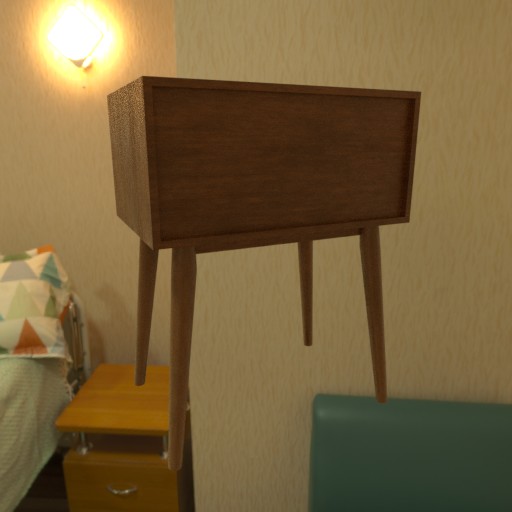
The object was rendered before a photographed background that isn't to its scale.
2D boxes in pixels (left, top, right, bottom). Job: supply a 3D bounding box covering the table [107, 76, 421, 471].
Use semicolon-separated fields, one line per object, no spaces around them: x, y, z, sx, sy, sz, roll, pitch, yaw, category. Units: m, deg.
0.000;0.000;0.841;0.454;0.580;0.307;-7;17;-25;table
